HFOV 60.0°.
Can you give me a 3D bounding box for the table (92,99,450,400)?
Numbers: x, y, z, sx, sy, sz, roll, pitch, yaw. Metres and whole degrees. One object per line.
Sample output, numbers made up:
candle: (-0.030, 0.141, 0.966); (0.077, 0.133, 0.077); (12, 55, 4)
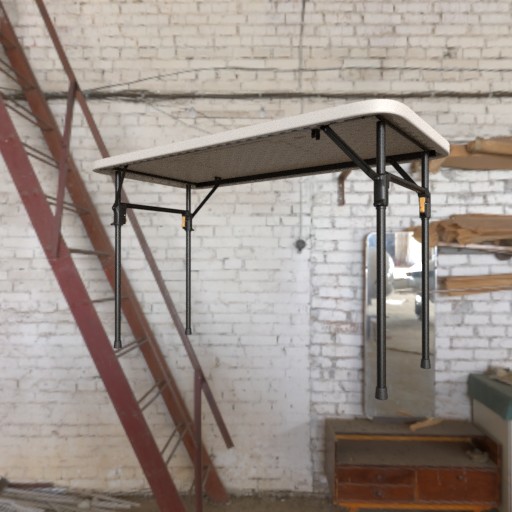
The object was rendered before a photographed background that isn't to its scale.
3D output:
table: (0.000, 0.000, 1.606); (1.219, 0.729, 0.610); (0, -1, 36)
